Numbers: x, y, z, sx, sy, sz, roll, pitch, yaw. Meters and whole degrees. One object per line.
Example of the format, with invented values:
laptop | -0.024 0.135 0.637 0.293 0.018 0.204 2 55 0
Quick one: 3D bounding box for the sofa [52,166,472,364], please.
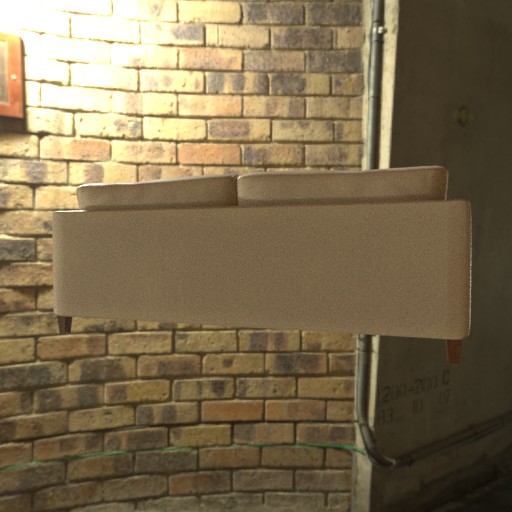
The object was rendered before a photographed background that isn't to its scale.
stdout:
sofa | 0.000 0.000 2.802 2.361 0.968 0.951 0 1 18
